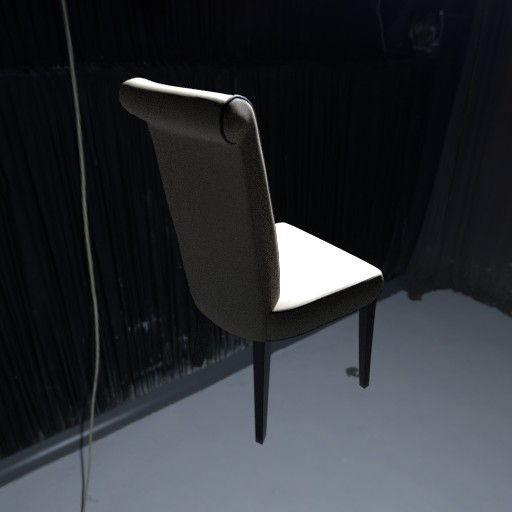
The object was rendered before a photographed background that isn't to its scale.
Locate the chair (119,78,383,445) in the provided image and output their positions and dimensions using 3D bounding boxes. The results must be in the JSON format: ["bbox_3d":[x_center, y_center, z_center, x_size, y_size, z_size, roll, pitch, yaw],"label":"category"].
[{"bbox_3d":[0.000,0.000,1.338,0.623,0.997,0.522,-17,31,-31],"label":"chair"}]
